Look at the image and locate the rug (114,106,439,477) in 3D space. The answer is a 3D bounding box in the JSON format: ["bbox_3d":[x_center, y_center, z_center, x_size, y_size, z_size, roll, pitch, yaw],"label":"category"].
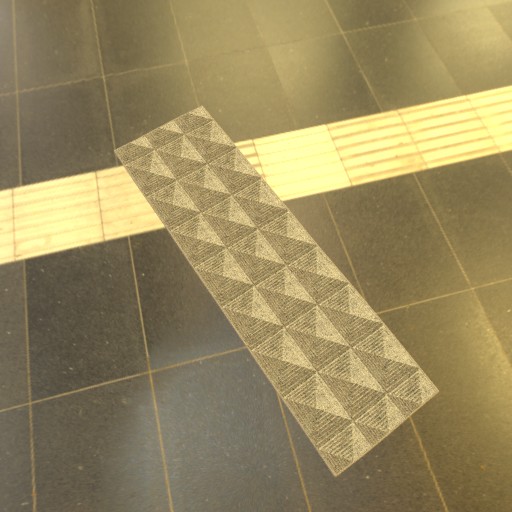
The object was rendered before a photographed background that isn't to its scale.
[{"bbox_3d":[0.000,0.000,2.414,0.645,0.015,2.182,-32,68,-14],"label":"rug"}]
